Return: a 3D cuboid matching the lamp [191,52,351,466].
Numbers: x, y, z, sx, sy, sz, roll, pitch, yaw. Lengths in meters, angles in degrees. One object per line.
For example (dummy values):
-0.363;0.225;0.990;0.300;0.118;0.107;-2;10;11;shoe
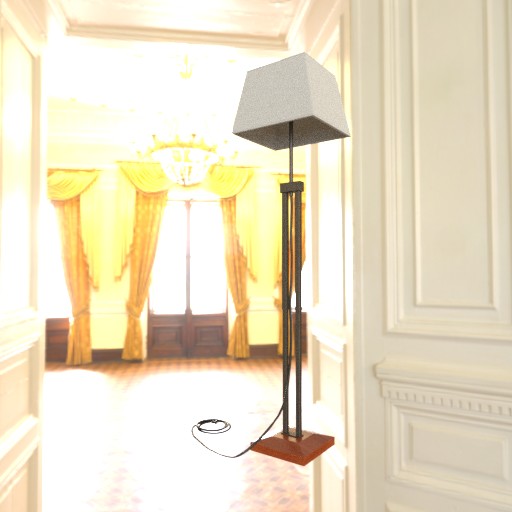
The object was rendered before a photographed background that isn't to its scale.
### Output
0.000;0.000;2.057;0.745;1.712;0.472;-1;-2;36;lamp
